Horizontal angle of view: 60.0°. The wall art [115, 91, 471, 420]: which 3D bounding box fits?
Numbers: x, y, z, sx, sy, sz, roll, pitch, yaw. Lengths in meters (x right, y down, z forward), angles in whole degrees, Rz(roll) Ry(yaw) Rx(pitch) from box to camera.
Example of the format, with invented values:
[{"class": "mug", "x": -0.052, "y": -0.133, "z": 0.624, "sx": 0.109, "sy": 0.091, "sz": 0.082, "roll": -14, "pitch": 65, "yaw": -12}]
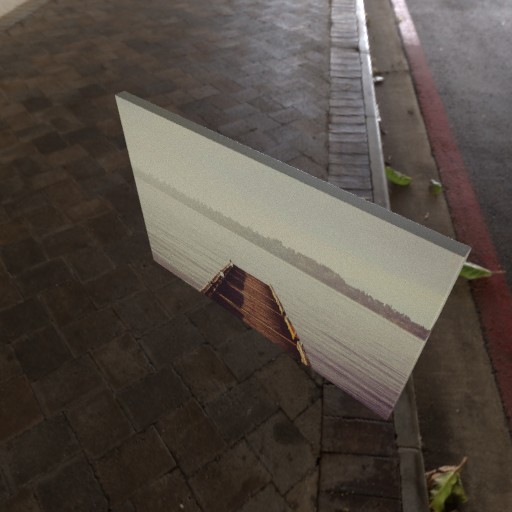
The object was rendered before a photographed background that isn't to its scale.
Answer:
[{"class": "wall art", "x": 0.000, "y": 0.000, "z": 0.778, "sx": 0.615, "sy": 0.410, "sz": 0.021, "roll": 31, "pitch": 53, "yaw": 27}]
